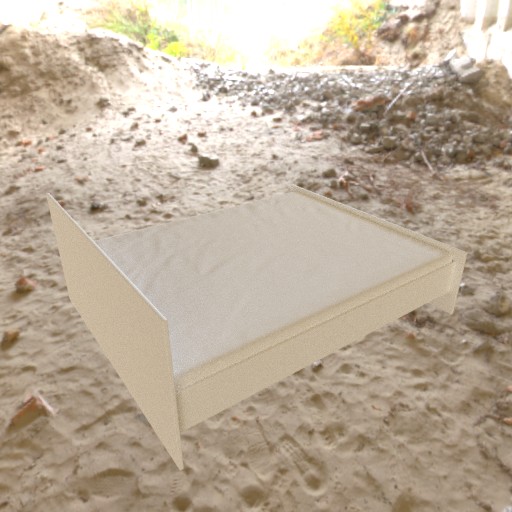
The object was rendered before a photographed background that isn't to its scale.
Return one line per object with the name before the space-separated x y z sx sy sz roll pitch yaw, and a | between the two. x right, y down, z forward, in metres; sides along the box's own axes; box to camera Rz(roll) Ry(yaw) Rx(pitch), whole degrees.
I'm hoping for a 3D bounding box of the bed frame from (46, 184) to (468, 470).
bed frame | 0.000 0.000 2.921 2.060 0.800 1.720 -18 32 -31
